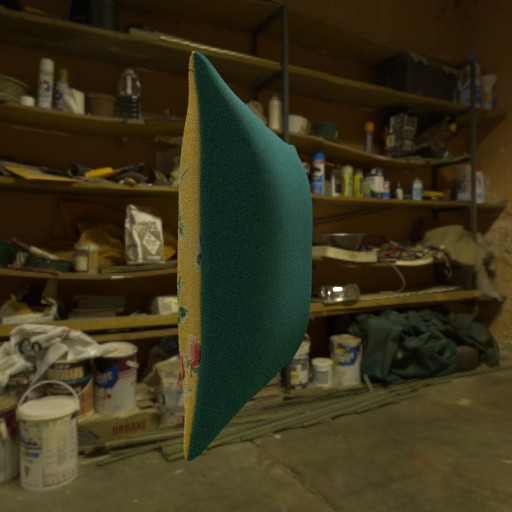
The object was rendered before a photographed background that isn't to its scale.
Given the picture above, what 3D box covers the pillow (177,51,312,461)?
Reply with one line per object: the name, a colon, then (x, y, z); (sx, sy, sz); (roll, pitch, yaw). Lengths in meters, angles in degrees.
pillow: (0.000, 0.000, 0.793); (0.166, 0.508, 0.525); (0, 1, 18)
